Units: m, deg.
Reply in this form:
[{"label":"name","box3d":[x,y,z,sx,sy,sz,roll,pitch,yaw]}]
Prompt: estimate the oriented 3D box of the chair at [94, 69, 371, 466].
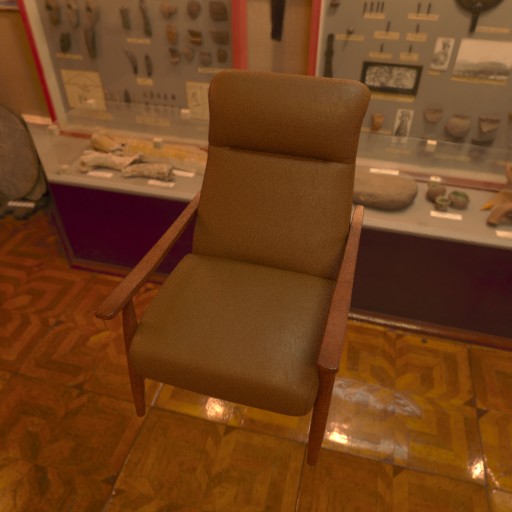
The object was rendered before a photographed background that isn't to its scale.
[{"label":"chair","box3d":[0.000,0.000,1.716,0.762,1.082,1.014,11,41,12]}]
